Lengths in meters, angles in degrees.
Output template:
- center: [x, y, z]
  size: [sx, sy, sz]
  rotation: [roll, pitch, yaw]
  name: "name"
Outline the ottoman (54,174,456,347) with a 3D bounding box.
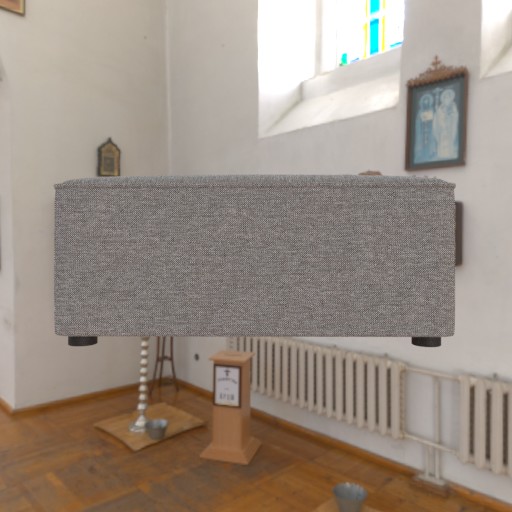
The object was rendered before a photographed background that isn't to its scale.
- center: [0.000, 0.000, 1.563]
  size: [1.005, 0.455, 1.005]
  rotation: [0, -1, 1]
  name: "ottoman"
